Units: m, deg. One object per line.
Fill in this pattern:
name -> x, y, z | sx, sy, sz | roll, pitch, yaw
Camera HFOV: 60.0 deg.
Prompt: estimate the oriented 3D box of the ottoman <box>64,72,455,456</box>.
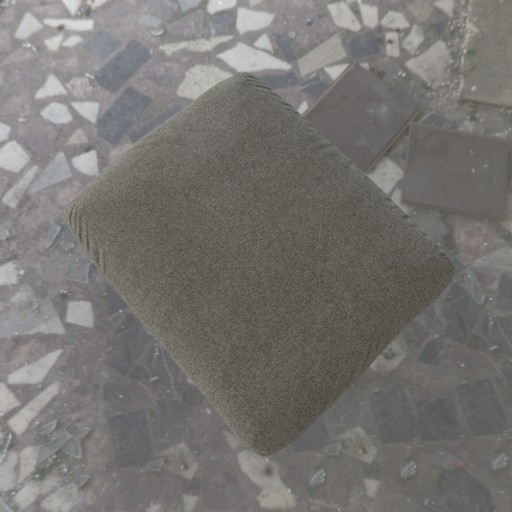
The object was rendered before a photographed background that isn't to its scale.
ottoman -> 0.000, 0.000, 1.244 | 0.683, 0.481, 0.837 | -41, 78, -10
